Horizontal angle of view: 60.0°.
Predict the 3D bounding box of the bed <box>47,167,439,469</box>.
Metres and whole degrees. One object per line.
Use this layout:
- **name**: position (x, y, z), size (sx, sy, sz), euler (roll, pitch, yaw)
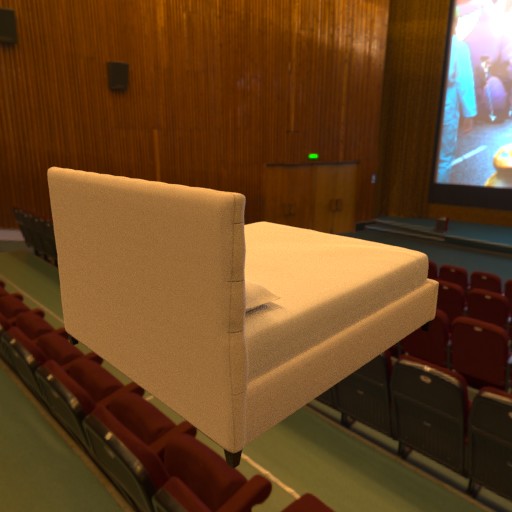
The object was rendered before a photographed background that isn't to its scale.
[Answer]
- **bed**: position (0.000, 0.000, 3.576), size (2.078, 1.427, 2.387), euler (15, 22, 43)
